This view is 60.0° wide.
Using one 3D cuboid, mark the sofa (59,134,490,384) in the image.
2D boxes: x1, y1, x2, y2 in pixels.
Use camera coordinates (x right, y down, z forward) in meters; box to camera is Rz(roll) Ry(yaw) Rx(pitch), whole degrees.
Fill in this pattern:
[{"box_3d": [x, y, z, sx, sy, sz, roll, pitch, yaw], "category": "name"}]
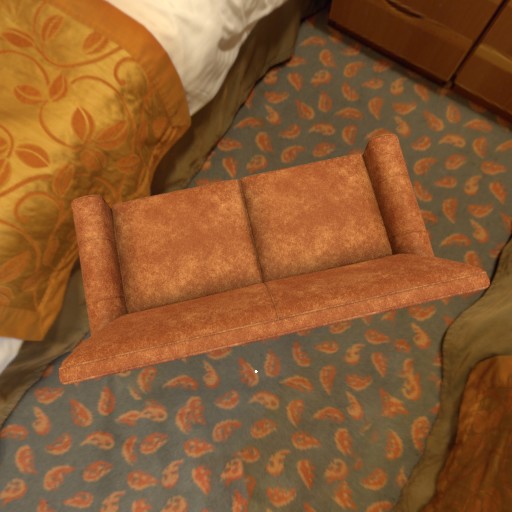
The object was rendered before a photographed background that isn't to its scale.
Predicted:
[{"box_3d": [0.000, 0.000, 1.983, 1.473, 0.871, 0.787, -12, 76, -3], "category": "sofa"}]
